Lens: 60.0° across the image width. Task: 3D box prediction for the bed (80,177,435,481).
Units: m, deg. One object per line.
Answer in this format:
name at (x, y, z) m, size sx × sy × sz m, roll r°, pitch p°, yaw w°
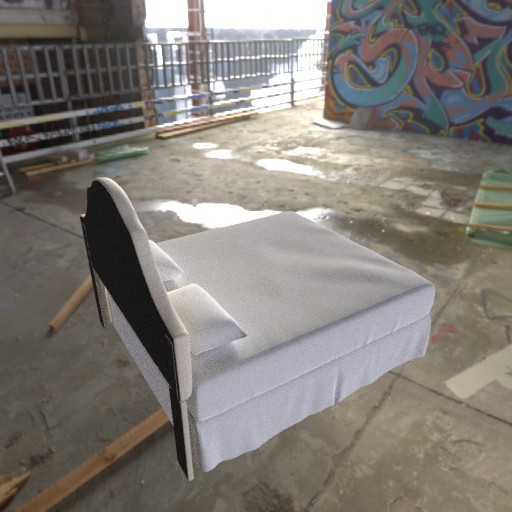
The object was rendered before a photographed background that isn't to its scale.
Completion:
bed at (0.000, 0.000, 3.572) m, size 2.214 × 1.615 × 2.008 m, roll -16°, pitch 31°, yaw -29°
